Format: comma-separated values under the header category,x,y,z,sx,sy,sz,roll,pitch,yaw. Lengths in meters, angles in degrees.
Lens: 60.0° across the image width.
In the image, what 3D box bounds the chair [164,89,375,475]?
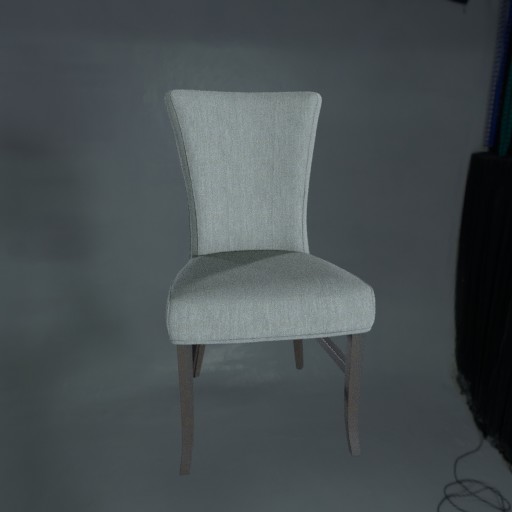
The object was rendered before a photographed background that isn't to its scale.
category,x,y,z,sx,sy,sz,roll,pitch,yaw
chair,0.000,0.000,1.346,0.520,0.991,0.660,-2,15,-8
